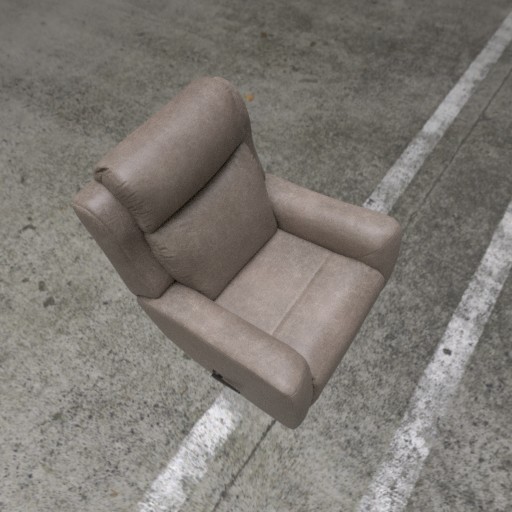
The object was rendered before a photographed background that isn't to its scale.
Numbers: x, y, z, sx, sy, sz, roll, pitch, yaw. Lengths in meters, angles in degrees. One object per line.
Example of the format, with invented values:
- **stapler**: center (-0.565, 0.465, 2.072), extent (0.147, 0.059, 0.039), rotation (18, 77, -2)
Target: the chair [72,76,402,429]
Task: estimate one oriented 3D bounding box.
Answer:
- **chair**: center (0.000, 0.000, 1.966), extent (1.068, 1.116, 0.967), rotation (31, 63, 18)
